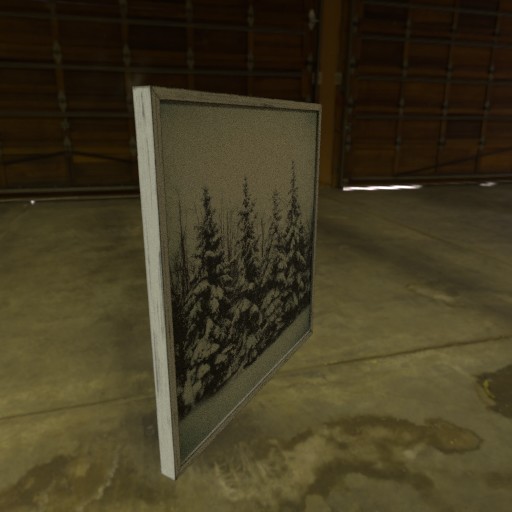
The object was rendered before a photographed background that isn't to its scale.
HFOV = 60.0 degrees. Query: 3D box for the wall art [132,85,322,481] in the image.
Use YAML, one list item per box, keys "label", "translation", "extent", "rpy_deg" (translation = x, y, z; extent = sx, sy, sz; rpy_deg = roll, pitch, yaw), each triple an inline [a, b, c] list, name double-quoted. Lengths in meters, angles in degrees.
- label: "wall art"
  translation: [0.000, 0.000, 1.131]
  extent: [0.037, 0.761, 0.761]
  rpy_deg: [9, 19, 27]
